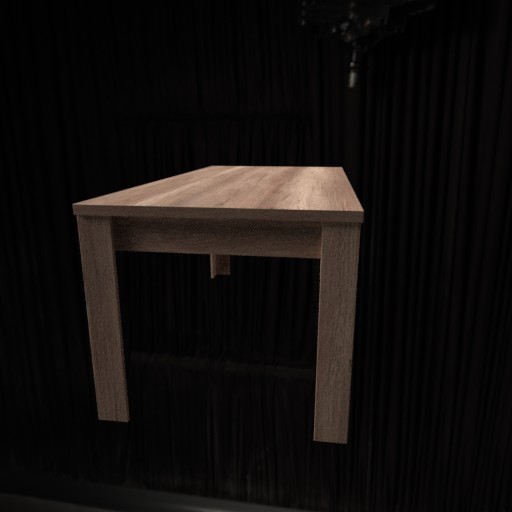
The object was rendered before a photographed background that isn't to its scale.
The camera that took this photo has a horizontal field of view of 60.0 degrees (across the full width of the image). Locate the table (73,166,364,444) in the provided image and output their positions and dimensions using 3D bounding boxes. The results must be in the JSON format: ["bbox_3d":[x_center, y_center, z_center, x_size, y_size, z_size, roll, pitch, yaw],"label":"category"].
[{"bbox_3d":[0.000,0.000,2.299,0.900,0.790,1.800,2,15,8],"label":"table"}]
